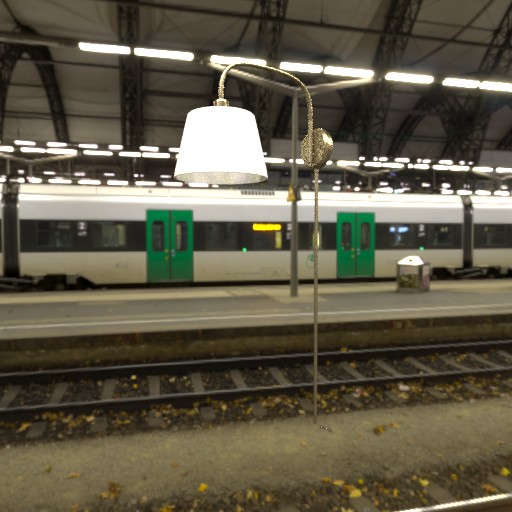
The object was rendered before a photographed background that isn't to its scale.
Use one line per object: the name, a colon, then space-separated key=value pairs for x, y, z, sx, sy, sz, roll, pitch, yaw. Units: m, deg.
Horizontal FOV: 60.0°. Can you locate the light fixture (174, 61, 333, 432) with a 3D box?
light fixture: x=0.000 y=0.000 z=0.466 sx=0.176 sy=0.399 sz=0.092 roll=-2 pitch=3 yaw=-35
